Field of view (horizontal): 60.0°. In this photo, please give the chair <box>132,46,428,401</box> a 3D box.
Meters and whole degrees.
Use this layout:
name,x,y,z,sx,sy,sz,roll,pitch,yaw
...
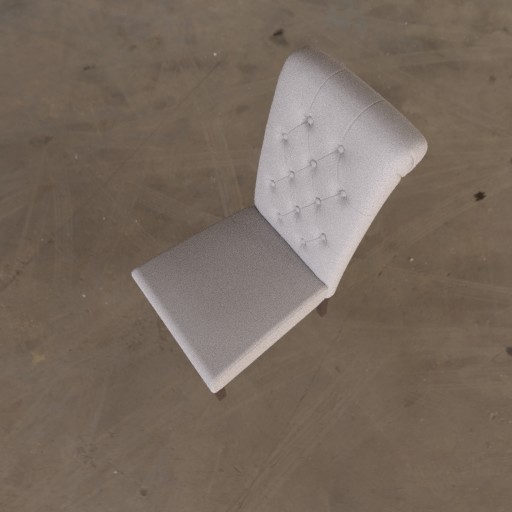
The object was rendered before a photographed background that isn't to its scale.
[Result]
name,x,y,z,sx,sy,sz,roll,pitch,yaw
chair,0.000,0.000,1.365,0.671,1.006,0.456,-34,68,-16
